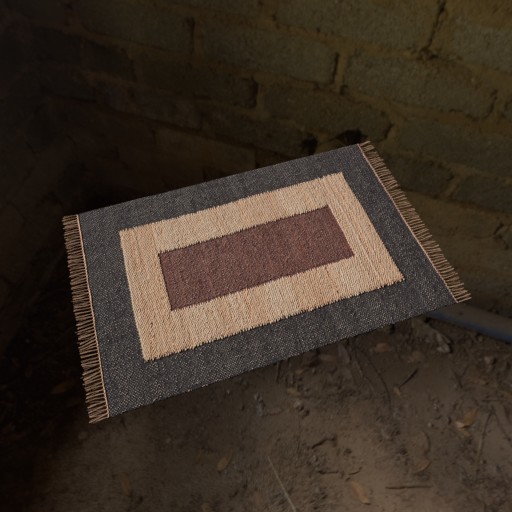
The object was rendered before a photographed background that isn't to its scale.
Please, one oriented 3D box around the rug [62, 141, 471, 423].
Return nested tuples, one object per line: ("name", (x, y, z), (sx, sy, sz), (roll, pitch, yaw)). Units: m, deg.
("rug", (0.000, 0.000, 2.477), (2.021, 0.027, 1.224), (-16, 60, -10))
